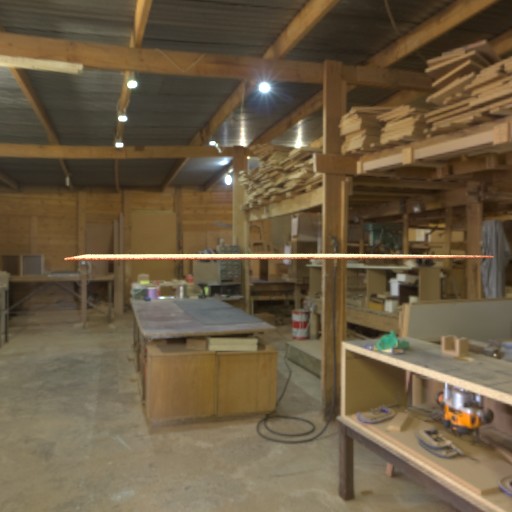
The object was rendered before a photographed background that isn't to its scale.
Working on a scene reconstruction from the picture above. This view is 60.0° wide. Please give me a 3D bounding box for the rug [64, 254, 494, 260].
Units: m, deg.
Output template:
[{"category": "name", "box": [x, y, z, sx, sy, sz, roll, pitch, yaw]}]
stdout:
[{"category": "rug", "box": [0.000, 0.000, 4.080, 3.050, 0.016, 2.441, 0, 1, -19]}]
